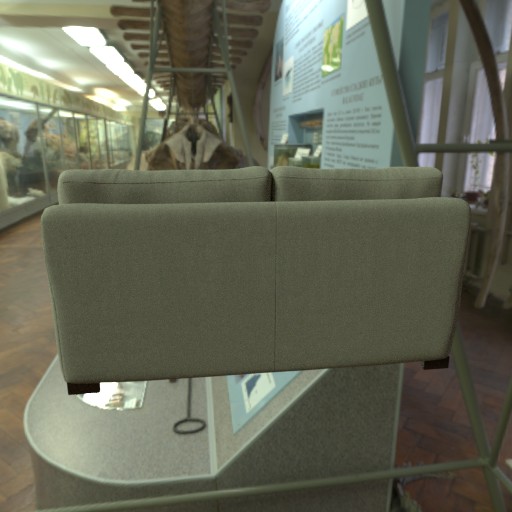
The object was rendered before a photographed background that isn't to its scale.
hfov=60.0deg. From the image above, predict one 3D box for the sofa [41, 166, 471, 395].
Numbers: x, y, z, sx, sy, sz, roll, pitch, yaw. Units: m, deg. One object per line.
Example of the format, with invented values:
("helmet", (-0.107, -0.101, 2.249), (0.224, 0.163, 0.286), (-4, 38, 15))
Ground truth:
("sofa", (0.000, 0.000, 2.377), (1.855, 0.980, 0.962), (-2, 15, -7))
